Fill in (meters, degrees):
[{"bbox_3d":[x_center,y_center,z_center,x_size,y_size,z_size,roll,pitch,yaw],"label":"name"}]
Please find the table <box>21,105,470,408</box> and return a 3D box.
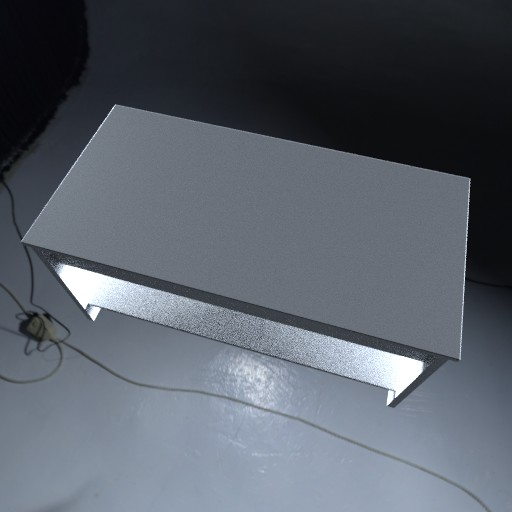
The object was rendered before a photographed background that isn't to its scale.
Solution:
[{"bbox_3d":[0.000,0.000,1.275,1.000,0.441,0.500,14,59,9],"label":"table"}]
